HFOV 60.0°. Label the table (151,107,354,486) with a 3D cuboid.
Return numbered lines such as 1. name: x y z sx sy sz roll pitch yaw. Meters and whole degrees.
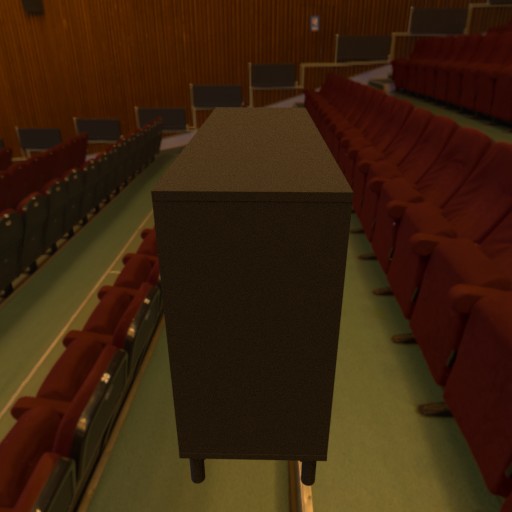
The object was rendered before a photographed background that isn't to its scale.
1. table: 0.000 0.000 1.575 0.400 0.855 1.200 1 26 1
